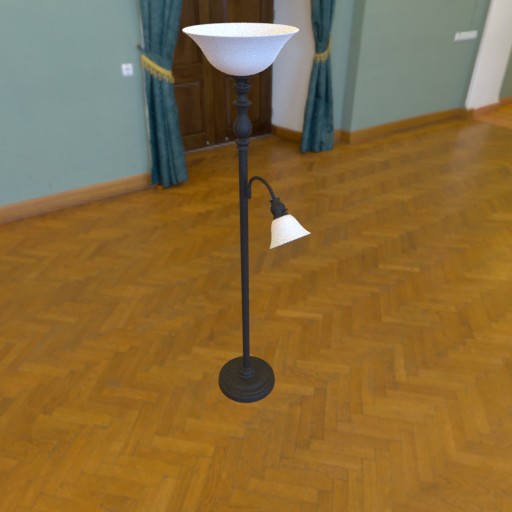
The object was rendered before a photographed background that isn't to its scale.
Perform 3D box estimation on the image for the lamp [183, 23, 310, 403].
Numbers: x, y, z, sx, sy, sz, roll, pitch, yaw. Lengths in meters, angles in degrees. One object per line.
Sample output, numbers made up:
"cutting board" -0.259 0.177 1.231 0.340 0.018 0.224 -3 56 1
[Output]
"lamp" 0.000 0.000 1.973 0.405 1.793 0.588 -21 38 -29
